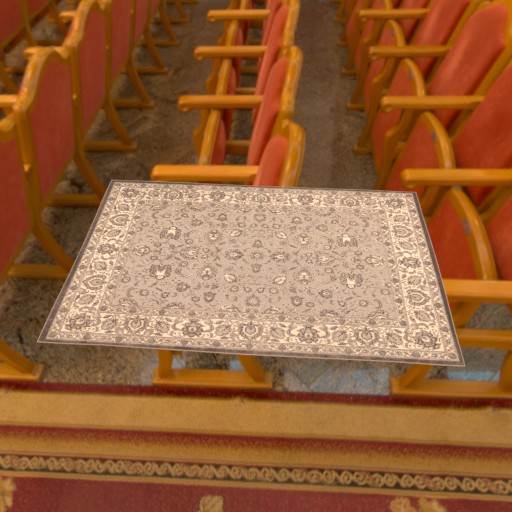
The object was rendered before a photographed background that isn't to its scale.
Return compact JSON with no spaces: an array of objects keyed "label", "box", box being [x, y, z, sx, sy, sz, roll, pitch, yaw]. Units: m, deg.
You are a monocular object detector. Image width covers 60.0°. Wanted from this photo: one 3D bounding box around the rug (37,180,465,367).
[{"label":"rug","box":[0.000,0.000,3.018,2.438,0.011,1.524,3,47,3]}]
